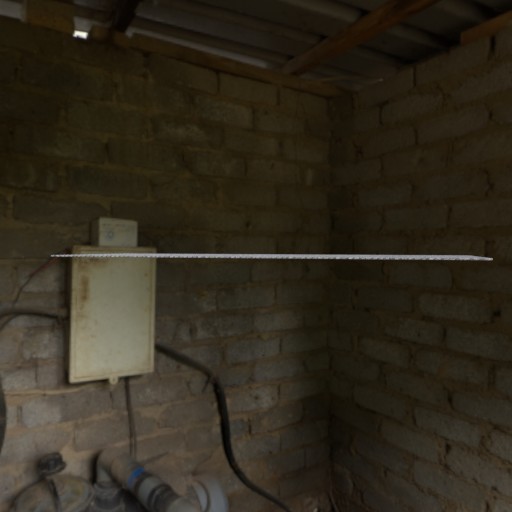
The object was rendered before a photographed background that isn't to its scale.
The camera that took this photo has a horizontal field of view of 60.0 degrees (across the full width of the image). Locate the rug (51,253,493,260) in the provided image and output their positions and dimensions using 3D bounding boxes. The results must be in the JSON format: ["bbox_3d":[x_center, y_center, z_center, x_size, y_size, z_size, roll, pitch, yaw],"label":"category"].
[{"bbox_3d":[0.000,0.000,2.504,2.286,0.008,0.686,0,1,18],"label":"rug"}]
